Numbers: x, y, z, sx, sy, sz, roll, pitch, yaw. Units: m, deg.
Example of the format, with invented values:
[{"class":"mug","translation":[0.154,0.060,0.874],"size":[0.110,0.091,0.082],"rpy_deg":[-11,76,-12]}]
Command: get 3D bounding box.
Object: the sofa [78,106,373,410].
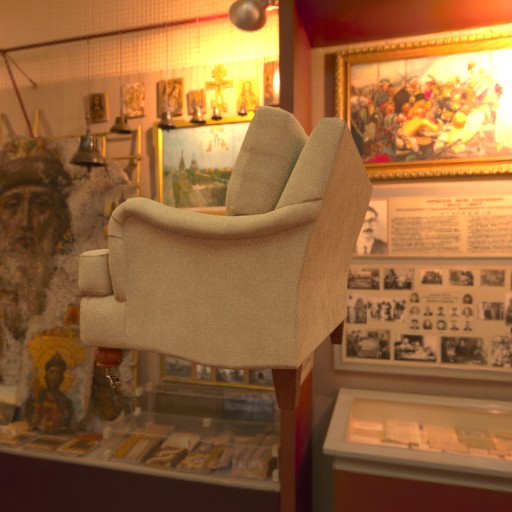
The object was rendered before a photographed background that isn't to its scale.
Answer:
[{"class":"sofa","translation":[0.000,0.000,2.282],"size":[1.086,1.087,1.498],"rpy_deg":[0,0,18]}]
